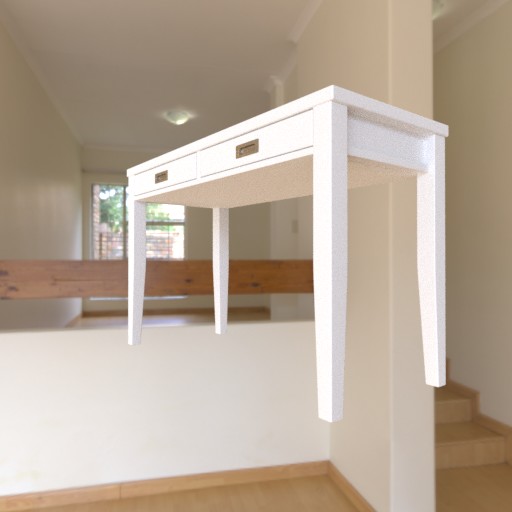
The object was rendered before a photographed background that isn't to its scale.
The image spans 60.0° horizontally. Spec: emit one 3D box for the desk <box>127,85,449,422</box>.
[{"bbox_3d":[0.000,0.000,1.643,0.508,0.775,1.220,0,-1,-38],"label":"desk"}]
